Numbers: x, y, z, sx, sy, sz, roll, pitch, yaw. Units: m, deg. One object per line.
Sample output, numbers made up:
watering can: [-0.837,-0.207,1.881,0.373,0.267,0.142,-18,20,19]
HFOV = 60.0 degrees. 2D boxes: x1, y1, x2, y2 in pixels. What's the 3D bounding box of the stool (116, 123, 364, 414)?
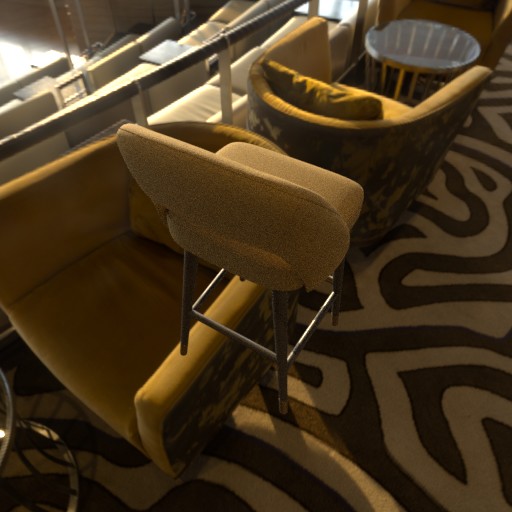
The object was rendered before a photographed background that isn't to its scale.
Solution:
stool: [0.000,0.000,1.332,0.536,1.032,0.522,24,53,20]
